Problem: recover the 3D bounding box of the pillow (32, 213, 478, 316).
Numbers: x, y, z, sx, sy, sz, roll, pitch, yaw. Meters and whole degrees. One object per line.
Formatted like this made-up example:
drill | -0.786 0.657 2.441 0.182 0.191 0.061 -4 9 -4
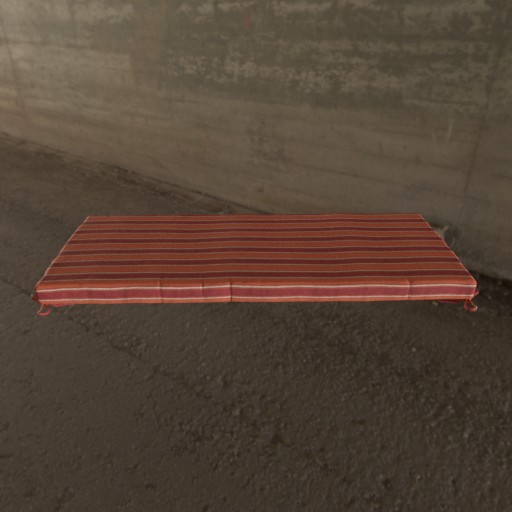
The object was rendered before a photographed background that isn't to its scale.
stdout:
pillow | 0.000 0.000 1.325 1.187 0.081 0.492 -1 29 -1
